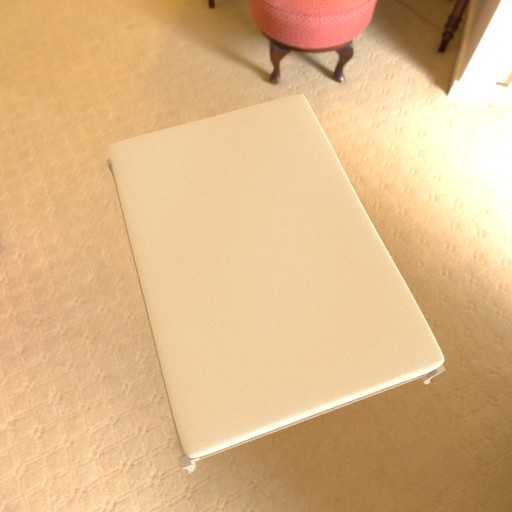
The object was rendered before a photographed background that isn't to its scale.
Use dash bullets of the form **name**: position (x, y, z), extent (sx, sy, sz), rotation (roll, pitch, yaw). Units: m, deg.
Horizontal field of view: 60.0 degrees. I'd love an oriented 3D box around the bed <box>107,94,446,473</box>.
- **bed**: position (0.000, 0.000, 2.674), extent (1.460, 0.510, 1.985), rotation (-17, 64, -8)
